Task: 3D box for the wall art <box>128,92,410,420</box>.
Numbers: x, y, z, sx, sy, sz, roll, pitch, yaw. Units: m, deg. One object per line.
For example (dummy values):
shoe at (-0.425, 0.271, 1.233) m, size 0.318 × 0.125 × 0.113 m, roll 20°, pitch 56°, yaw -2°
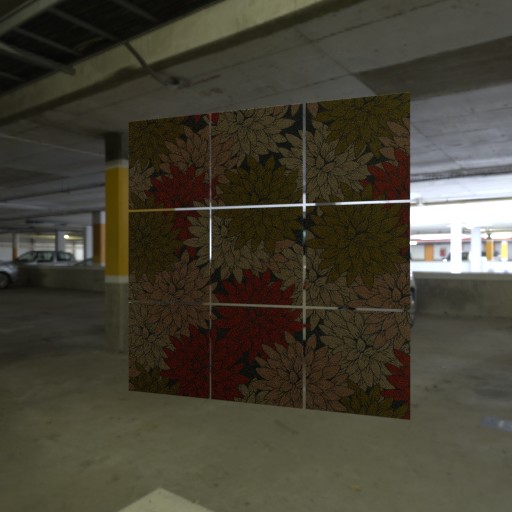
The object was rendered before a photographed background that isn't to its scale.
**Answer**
wall art at (0.000, 0.000, 1.375) m, size 0.904 × 0.913 × 0.013 m, roll 0°, pitch 0°, yaw 17°
